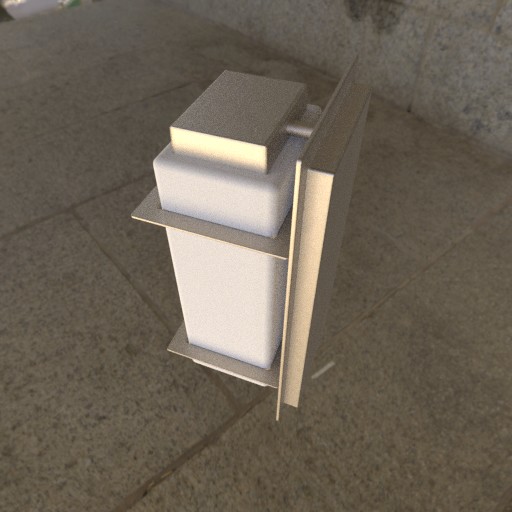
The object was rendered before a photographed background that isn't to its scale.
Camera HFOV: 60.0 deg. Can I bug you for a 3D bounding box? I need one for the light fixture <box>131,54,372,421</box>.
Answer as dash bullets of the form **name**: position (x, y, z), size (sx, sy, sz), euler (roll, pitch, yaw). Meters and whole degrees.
- **light fixture**: position (0.000, 0.000, 0.476), size (0.160, 0.380, 0.168), euler (15, 49, 14)
